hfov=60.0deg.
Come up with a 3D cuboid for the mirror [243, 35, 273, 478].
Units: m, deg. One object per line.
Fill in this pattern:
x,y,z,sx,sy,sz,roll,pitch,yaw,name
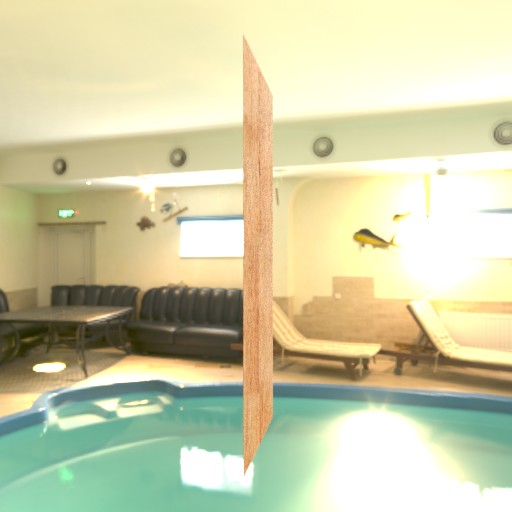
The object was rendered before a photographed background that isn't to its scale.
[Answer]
0.000,0.000,0.974,0.047,0.651,0.651,0,0,-1,mirror
